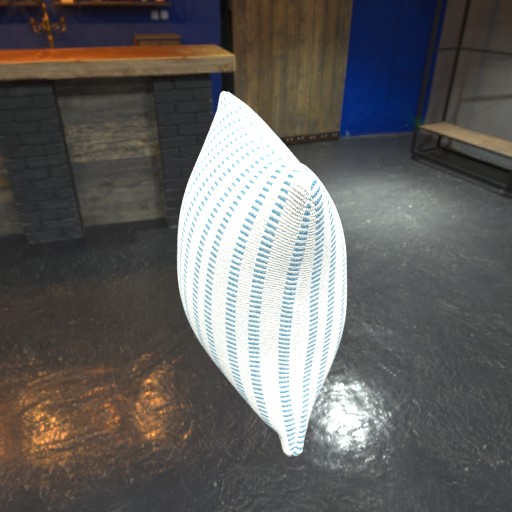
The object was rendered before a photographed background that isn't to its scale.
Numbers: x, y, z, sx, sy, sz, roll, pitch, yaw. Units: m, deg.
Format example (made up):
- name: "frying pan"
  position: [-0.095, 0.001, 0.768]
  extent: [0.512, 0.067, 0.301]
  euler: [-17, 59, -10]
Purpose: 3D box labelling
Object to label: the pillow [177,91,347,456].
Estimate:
- name: "pillow"
  position: [0.000, 0.000, 0.697]
  extent: [0.247, 0.419, 0.438]
  euler: [-7, 32, -12]
